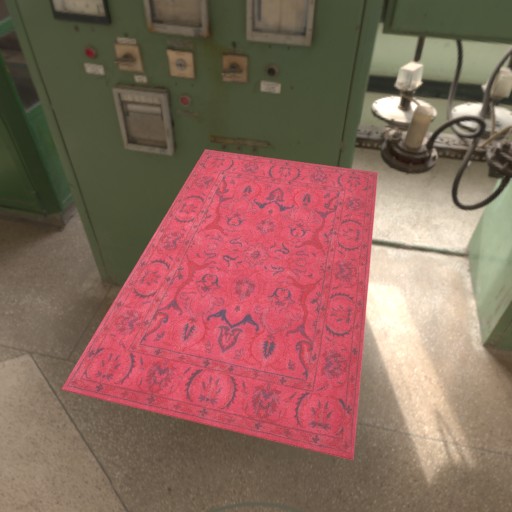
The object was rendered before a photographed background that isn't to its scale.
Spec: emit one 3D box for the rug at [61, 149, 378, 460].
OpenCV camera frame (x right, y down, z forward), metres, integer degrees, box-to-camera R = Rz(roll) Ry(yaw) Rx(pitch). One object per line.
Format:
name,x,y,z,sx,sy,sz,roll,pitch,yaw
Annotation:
rug,0.000,0.000,3.047,1.534,0.010,2.423,10,46,10
